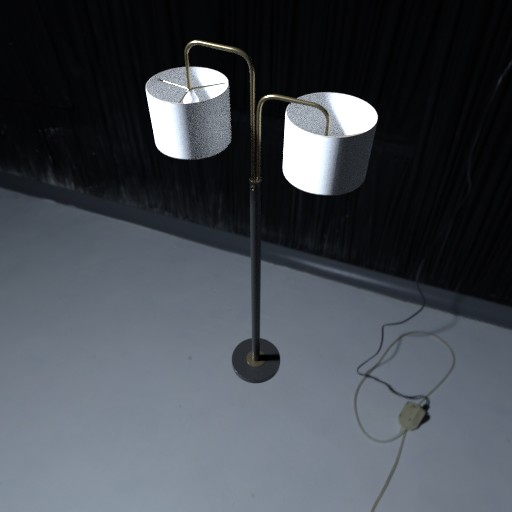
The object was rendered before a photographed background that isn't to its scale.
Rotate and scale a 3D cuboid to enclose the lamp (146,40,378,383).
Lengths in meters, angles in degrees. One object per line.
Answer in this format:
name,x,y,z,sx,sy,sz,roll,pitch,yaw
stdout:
lamp,0.000,0.000,1.767,0.711,1.587,0.254,17,48,16
